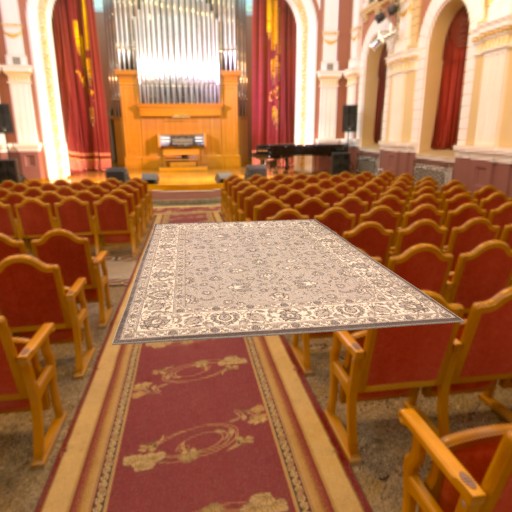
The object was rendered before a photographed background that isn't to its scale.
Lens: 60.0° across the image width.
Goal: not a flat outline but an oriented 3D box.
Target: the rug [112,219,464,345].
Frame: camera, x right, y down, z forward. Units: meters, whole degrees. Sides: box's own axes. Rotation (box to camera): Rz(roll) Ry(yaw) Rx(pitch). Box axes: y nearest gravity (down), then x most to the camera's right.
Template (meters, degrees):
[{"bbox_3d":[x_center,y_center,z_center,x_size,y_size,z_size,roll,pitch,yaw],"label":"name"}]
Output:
[{"bbox_3d":[0.000,0.000,3.014,1.524,0.011,2.438,-2,16,-8],"label":"rug"}]
